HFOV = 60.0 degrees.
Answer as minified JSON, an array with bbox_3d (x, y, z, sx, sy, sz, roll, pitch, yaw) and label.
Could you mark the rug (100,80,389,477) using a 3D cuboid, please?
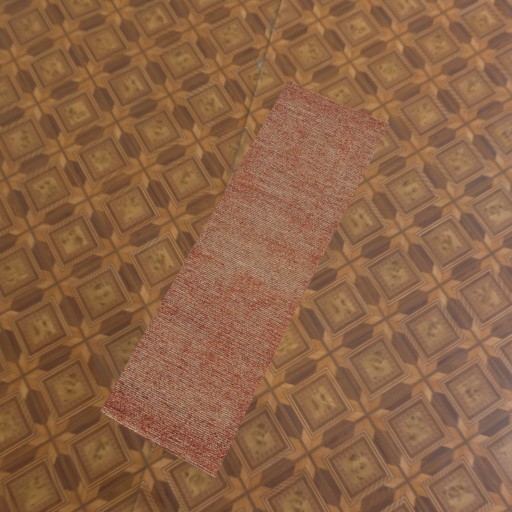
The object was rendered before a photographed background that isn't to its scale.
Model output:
[{"bbox_3d":[0.000,0.000,2.632,0.718,0.013,2.353,27,78,6],"label":"rug"}]
